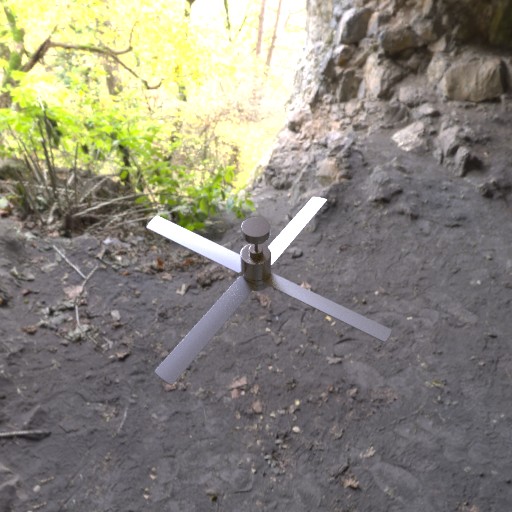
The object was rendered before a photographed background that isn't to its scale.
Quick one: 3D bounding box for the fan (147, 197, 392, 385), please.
[{"bbox_3d":[0.000,0.000,2.008,1.322,0.355,1.322,25,51,22],"label":"fan"}]
